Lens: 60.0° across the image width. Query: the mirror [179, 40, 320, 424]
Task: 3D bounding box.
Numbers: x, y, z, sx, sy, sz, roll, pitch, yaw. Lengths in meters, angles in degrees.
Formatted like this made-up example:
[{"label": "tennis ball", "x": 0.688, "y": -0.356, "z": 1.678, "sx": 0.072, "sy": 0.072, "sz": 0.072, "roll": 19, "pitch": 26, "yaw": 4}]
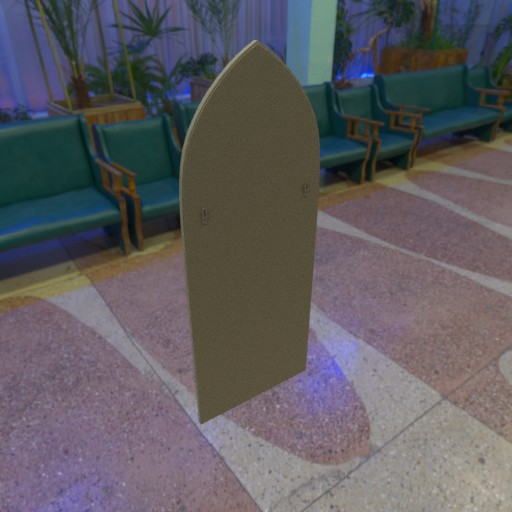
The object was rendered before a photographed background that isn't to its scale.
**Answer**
[{"label": "mirror", "x": 0.000, "y": 0.000, "z": 1.340, "sx": 0.464, "sy": 1.175, "sz": 0.025, "roll": -19, "pitch": 35, "yaw": -29}]
